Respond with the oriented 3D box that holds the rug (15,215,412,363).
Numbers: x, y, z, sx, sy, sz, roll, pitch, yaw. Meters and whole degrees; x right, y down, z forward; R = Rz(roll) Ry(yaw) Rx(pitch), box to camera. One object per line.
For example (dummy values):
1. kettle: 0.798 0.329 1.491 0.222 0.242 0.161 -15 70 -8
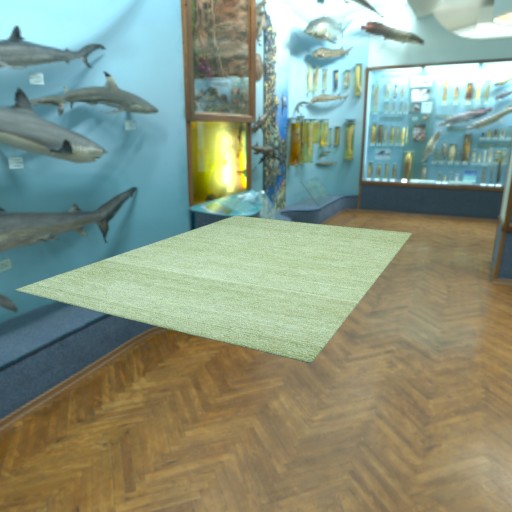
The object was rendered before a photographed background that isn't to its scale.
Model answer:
1. rug: 0.000 0.000 2.879 1.606 0.017 2.270 8 18 26
